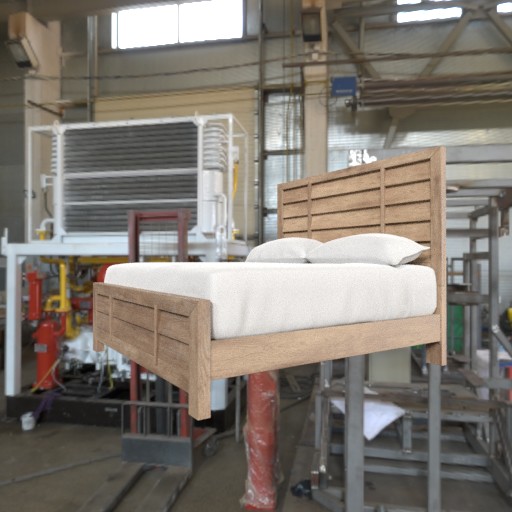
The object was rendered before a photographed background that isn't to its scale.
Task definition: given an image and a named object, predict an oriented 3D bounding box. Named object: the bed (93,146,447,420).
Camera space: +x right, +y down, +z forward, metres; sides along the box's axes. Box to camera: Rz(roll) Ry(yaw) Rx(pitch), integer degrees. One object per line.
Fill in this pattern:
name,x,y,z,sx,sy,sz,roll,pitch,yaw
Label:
bed,0.000,0.000,3.576,2.062,1.626,2.032,0,-1,-34
